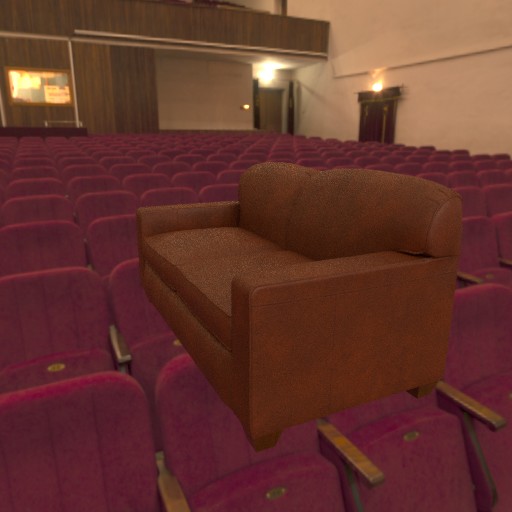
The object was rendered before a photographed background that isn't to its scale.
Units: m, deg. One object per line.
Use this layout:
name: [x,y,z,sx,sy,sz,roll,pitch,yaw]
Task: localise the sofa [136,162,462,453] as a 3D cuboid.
sofa: [0.000,0.000,2.436,1.000,0.966,1.856,-7,17,-25]
